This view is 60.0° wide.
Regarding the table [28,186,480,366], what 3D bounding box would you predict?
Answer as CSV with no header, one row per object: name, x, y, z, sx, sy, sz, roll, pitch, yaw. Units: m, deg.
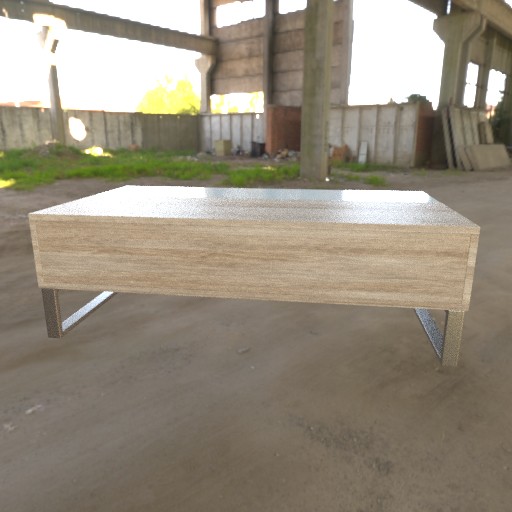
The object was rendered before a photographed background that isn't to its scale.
table,0.000,0.000,1.399,1.100,0.350,0.600,2,16,8
